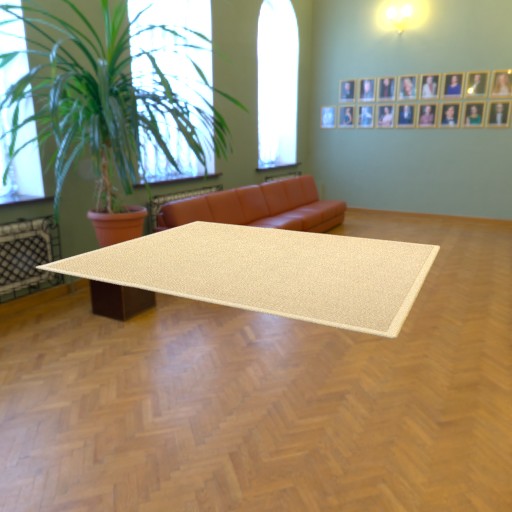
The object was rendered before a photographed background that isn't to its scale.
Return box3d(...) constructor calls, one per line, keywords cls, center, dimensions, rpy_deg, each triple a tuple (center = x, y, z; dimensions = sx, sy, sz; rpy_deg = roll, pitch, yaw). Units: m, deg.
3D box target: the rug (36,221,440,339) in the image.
box3d(cls="rug", center=(0.000, 0.000, 4.165), dimensions=(3.009, 0.019, 2.423), rpy_deg=(8, 17, 26))
